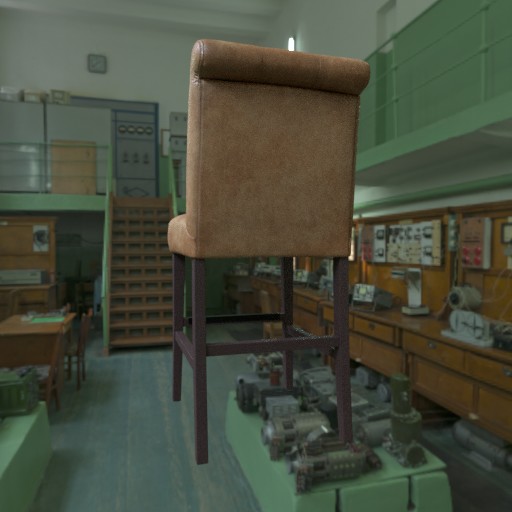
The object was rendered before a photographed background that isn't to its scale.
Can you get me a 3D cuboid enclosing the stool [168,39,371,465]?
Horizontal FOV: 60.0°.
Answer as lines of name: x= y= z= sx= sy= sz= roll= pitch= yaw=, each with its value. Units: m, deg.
stool: x=0.000 y=0.000 z=1.369 sx=0.493 sy=1.047 sz=0.601 roll=0 pitch=2 yaw=-17
